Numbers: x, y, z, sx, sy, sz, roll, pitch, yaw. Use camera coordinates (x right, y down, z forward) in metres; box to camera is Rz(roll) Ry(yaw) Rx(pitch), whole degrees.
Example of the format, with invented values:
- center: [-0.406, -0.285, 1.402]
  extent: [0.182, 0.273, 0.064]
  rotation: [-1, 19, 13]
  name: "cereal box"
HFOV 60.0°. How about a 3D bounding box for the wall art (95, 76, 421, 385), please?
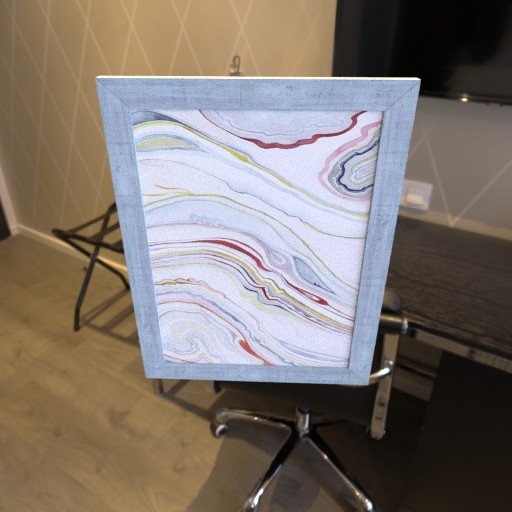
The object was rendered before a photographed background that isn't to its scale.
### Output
- center: [0.000, 0.000, 0.814]
  extent: [0.481, 0.613, 0.020]
  rotation: [1, 30, 2]
  name: "wall art"
